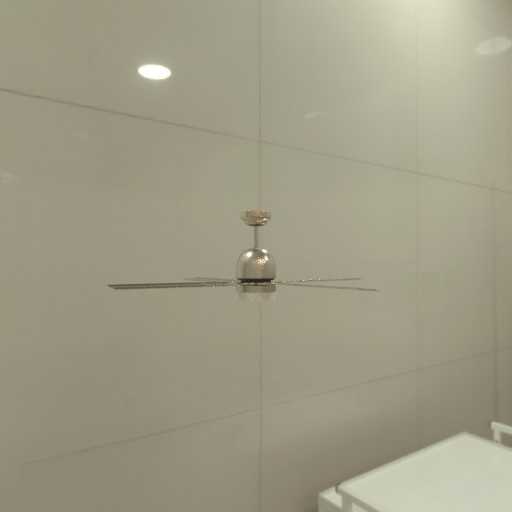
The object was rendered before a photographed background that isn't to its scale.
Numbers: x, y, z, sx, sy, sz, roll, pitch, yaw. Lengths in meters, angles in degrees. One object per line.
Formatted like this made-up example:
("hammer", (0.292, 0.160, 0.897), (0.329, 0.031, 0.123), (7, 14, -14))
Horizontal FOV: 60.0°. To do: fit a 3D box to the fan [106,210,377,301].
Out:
("fan", (0.000, 0.000, 2.061), (1.346, 0.406, 1.346), (1, -1, -37))
